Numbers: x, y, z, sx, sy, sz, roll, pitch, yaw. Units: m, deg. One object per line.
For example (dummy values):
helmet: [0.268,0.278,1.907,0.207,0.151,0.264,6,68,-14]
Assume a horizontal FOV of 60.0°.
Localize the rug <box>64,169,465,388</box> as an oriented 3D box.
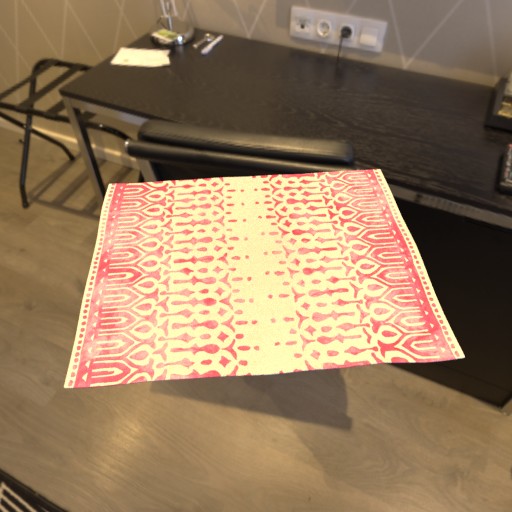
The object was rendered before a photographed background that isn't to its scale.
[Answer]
rug: [0.000,0.000,4.176,3.095,0.016,2.441,-4,48,-3]
